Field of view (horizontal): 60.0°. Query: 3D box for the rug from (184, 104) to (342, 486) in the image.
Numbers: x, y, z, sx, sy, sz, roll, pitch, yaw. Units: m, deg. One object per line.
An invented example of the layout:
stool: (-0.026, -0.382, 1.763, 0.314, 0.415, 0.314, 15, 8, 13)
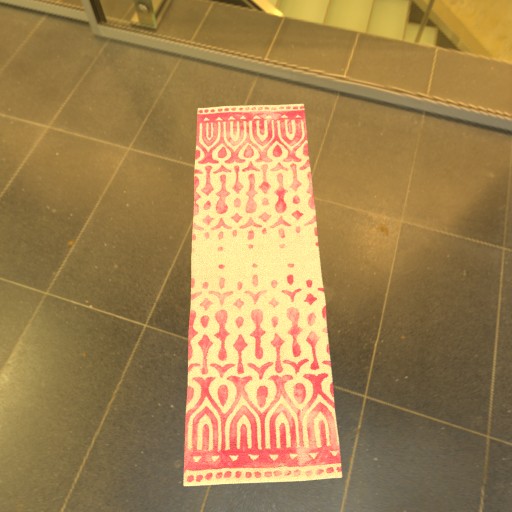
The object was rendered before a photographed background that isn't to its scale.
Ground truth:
rug: (0.000, 0.000, 2.689, 0.787, 0.011, 2.458, -1, 64, -1)
